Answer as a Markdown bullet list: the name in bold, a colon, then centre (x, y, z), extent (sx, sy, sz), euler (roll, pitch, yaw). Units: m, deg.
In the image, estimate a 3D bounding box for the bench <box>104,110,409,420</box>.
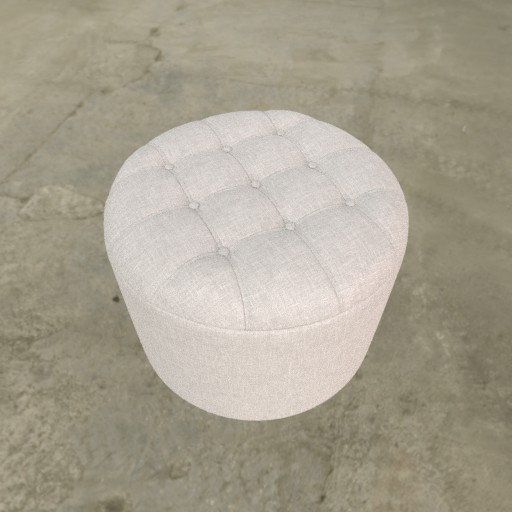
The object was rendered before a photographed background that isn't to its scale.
- **bench**: centre (0.000, 0.000, 1.004), extent (0.600, 0.453, 0.600), euler (0, 49, 0)
